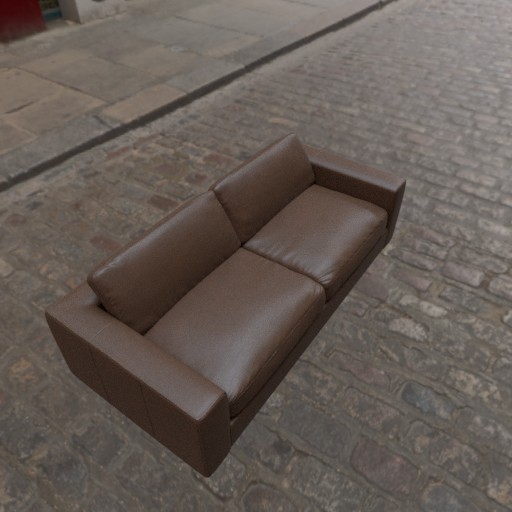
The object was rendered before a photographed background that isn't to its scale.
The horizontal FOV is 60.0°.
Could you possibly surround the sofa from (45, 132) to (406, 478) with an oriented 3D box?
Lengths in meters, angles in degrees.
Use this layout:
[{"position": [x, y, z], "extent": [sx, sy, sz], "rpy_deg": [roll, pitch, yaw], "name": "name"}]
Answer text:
[{"position": [0.000, 0.000, 2.794], "extent": [1.070, 0.801, 2.262], "rpy_deg": [26, 48, 26], "name": "sofa"}]
